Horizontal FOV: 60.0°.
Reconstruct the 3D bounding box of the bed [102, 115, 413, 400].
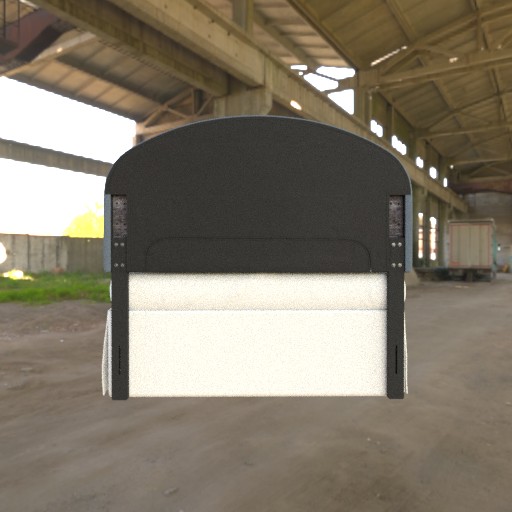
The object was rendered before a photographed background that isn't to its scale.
[{"bbox_3d":[0.000,0.000,3.179,1.607,1.410,2.005,0,0,-1],"label":"bed"}]
